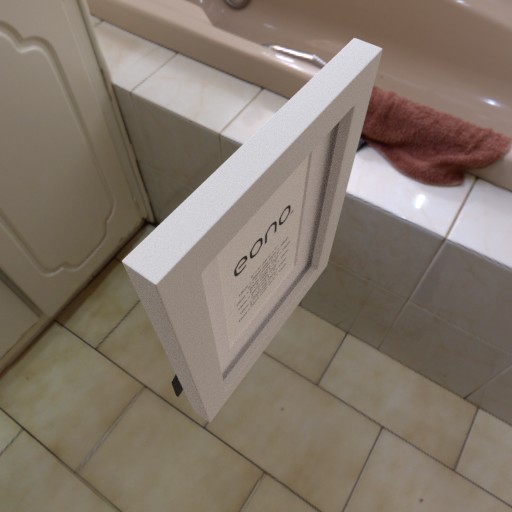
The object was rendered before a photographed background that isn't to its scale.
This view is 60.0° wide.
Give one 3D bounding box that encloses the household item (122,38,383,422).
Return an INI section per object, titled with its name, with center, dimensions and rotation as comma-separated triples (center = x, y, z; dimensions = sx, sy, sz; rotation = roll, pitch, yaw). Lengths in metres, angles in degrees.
[household item]
center = 0.000, 0.000, 0.335
dimensions = 0.045, 0.250, 0.200
rotation = 31, 63, 18
